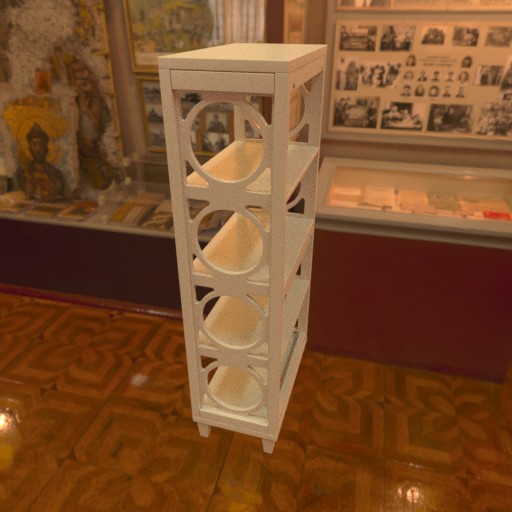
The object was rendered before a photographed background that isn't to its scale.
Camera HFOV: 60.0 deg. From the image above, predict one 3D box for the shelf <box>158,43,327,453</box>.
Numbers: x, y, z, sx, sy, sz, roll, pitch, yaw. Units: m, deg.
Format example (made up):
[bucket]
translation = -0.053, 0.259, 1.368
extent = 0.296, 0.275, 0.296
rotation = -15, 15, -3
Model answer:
[shelf]
translation = 0.000, 0.000, 1.669
extent = 0.340, 1.411, 0.611
rotation = 8, 30, 14
